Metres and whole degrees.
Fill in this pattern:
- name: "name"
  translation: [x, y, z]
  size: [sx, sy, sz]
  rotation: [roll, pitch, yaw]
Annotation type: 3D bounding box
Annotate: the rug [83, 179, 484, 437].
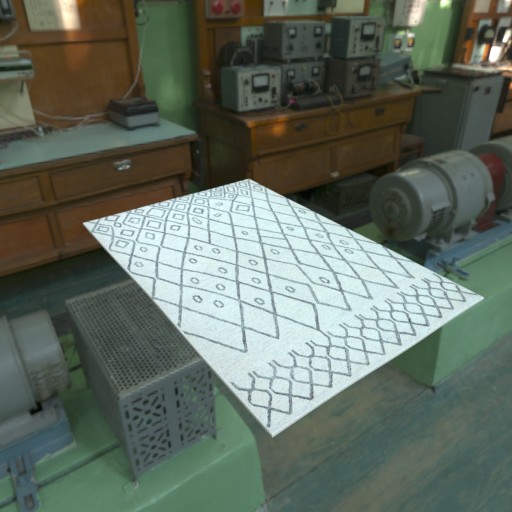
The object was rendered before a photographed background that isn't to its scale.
- name: "rug"
  translation: [0.000, 0.000, 2.320]
  size: [1.222, 0.015, 1.828]
  rotation: [-21, 37, -31]
